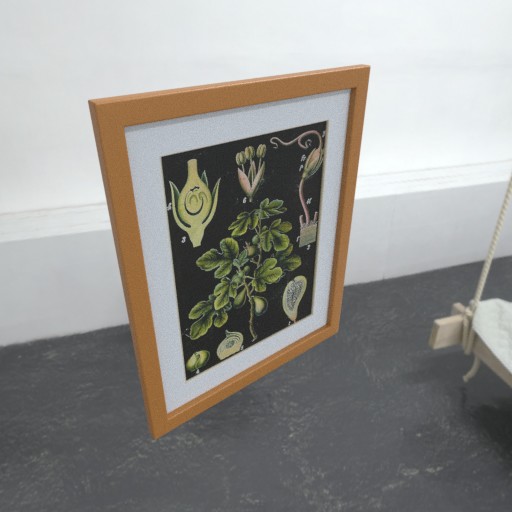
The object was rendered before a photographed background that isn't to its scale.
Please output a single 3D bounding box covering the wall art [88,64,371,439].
[{"bbox_3d":[0.000,0.000,0.738,0.452,0.553,0.022,-22,37,-32],"label":"wall art"}]
